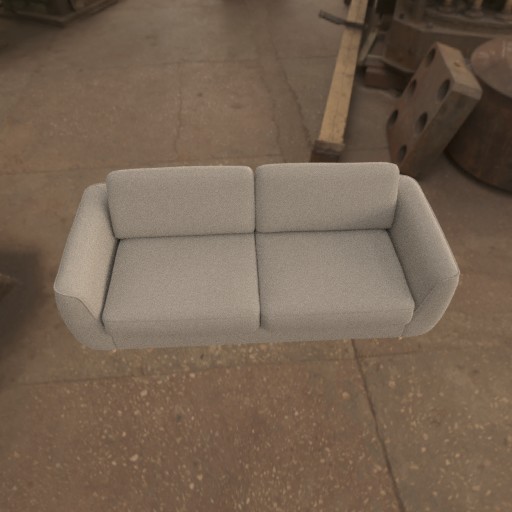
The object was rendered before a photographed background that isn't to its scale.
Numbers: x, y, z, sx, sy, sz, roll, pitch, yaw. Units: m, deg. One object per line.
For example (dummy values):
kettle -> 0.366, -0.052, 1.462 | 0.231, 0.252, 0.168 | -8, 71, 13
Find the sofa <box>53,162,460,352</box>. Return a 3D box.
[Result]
sofa -> 0.000, 0.000, 2.531 | 2.000, 0.850, 0.920 | -2, 46, -2
